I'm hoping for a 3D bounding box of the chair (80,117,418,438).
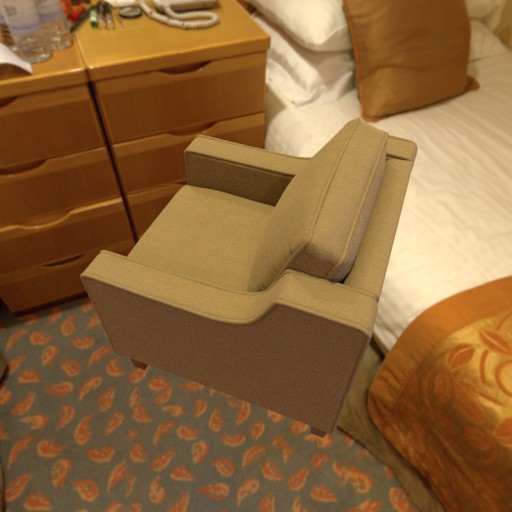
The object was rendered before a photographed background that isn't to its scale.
[{"bbox_3d":[0.000,0.000,1.660,0.909,0.960,0.831,16,50,14],"label":"chair"}]
